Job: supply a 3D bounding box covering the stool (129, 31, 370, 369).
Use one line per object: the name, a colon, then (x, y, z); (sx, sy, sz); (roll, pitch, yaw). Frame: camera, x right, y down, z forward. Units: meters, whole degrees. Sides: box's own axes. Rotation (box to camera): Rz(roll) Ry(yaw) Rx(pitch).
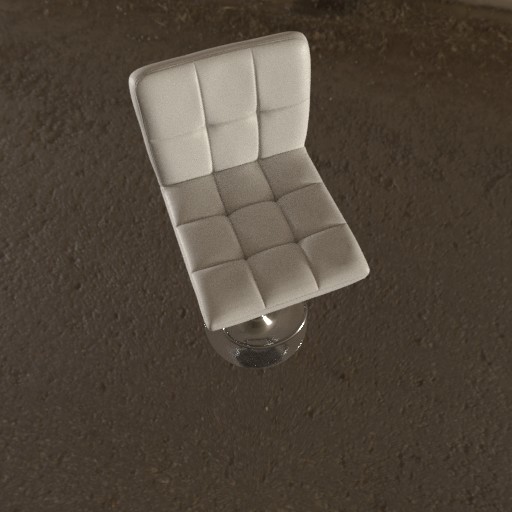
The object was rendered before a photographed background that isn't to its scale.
stool: (0.000, 0.000, 1.354); (0.430, 1.115, 0.505); (-18, 63, -9)
